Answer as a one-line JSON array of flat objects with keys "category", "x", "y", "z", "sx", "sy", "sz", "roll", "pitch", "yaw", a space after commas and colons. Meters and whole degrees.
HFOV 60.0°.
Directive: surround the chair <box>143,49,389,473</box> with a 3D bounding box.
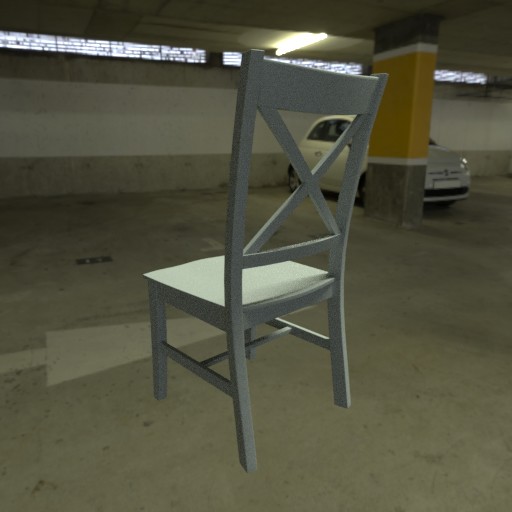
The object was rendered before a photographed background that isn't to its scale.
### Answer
[{"category": "chair", "x": 0.000, "y": 0.000, "z": 1.291, "sx": 0.485, "sy": 0.983, "sz": 0.542, "roll": -13, "pitch": 20, "yaw": -41}]
